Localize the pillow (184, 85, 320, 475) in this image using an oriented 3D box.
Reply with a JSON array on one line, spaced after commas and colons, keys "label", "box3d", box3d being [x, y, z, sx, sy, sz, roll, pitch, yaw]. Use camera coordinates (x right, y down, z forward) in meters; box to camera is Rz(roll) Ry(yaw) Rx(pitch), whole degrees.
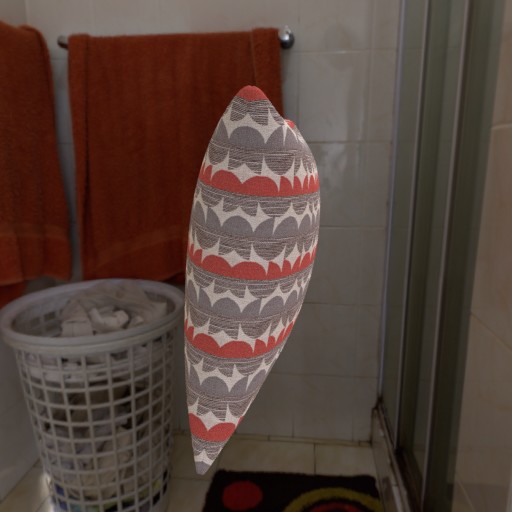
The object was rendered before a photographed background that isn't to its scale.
[{"label": "pillow", "box3d": [0.000, 0.000, 0.644, 0.180, 0.410, 0.420, 2, 13, 8]}]
